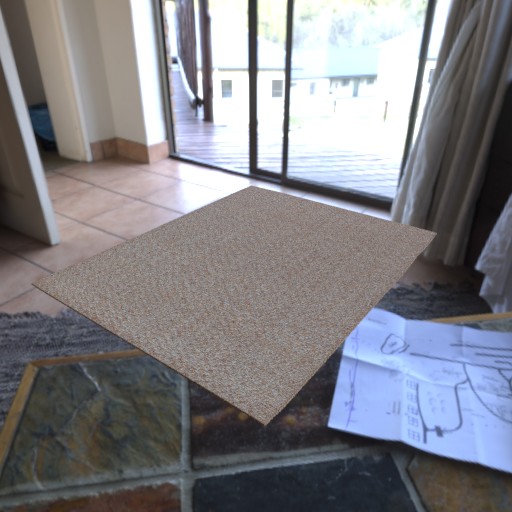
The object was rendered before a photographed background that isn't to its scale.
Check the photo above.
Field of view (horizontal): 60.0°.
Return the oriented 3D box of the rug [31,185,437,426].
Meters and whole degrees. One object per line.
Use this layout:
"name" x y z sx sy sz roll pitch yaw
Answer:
"rug" 0.000 0.000 4.120 2.439 0.013 3.048 20 34 32
